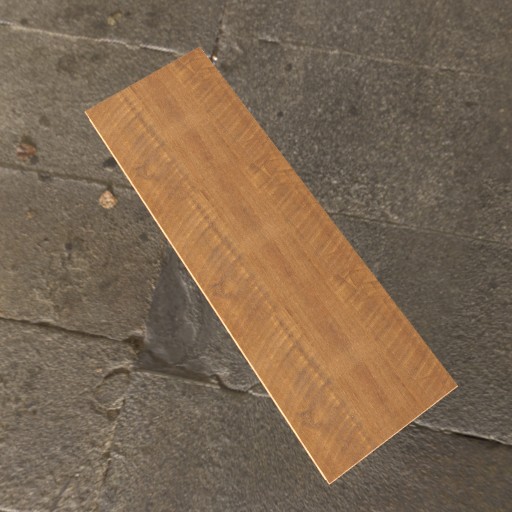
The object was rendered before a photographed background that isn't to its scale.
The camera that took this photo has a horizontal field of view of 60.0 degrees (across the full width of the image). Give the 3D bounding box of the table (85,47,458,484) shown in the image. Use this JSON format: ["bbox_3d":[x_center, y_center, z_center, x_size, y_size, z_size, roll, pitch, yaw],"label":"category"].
[{"bbox_3d":[0.000,0.000,1.734,0.499,0.491,1.499,-33,78,-8],"label":"table"}]
